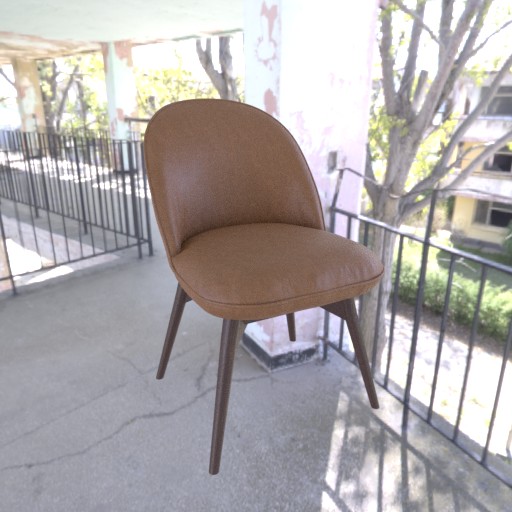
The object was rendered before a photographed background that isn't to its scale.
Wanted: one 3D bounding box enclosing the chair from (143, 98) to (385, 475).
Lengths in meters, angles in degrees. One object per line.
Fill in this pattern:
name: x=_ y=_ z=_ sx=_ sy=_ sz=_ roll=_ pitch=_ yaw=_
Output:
chair: x=0.000 y=0.000 z=1.226 sx=0.521 sy=0.831 sz=0.631 roll=-10 pitch=21 yaw=-27
